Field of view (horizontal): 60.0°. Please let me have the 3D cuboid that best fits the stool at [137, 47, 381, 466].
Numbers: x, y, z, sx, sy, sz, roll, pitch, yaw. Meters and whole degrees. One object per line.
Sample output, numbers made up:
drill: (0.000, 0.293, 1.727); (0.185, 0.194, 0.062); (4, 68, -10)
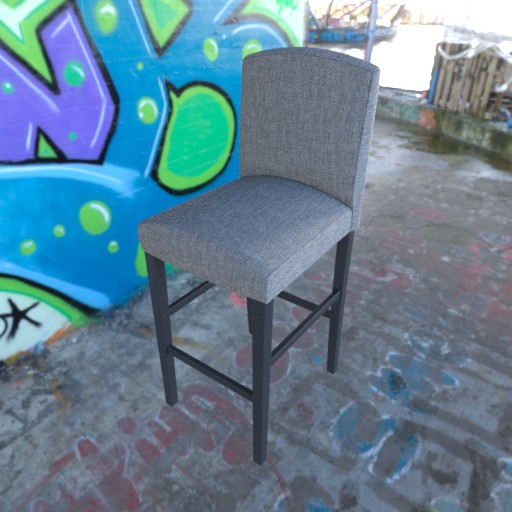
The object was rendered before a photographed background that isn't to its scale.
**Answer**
stool: (0.000, 0.000, 1.371); (0.451, 1.138, 0.552); (20, 36, 31)
